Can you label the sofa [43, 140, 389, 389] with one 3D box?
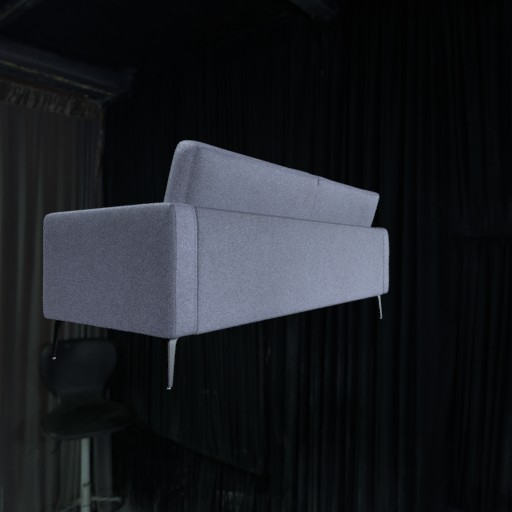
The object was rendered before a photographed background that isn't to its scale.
[{"bbox_3d":[0.000,0.000,2.358,0.774,0.828,1.925,0,1,36],"label":"sofa"}]
